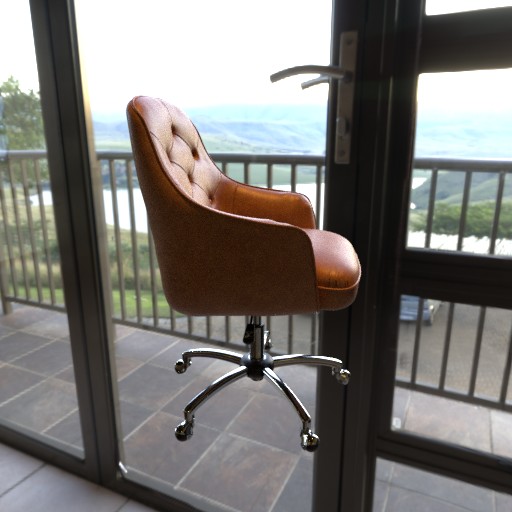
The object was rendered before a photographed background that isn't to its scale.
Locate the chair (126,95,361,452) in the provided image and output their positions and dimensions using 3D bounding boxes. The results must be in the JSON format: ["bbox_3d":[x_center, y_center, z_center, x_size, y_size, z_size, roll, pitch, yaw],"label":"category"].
[{"bbox_3d":[0.000,0.000,1.334,0.615,0.909,0.628,2,15,7],"label":"chair"}]
